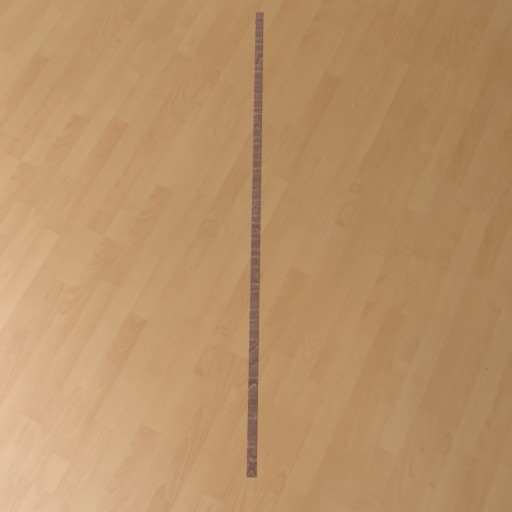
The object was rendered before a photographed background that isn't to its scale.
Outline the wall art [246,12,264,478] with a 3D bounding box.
[{"bbox_3d":[0.000,0.000,1.337,0.020,0.761,1.056,1,76,0],"label":"wall art"}]
